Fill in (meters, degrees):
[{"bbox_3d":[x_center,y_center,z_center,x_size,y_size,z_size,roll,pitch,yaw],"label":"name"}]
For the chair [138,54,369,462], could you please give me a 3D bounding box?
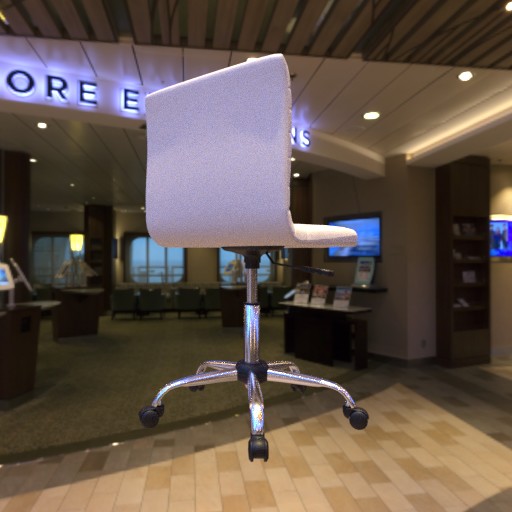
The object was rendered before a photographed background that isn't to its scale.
[{"bbox_3d":[0.000,0.000,1.060,0.520,0.750,0.455,0,-1,35],"label":"chair"}]
